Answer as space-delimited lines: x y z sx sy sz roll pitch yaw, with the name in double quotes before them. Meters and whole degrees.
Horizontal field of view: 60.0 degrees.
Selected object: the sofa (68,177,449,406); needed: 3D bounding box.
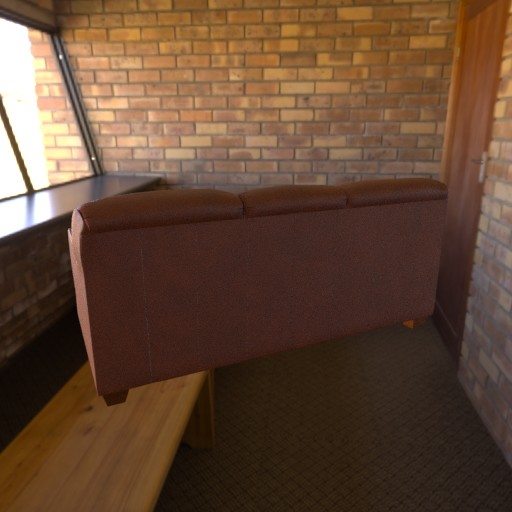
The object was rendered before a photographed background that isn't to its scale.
"sofa" 0.000 0.000 2.646 2.039 0.953 1.008 -8 18 -25
